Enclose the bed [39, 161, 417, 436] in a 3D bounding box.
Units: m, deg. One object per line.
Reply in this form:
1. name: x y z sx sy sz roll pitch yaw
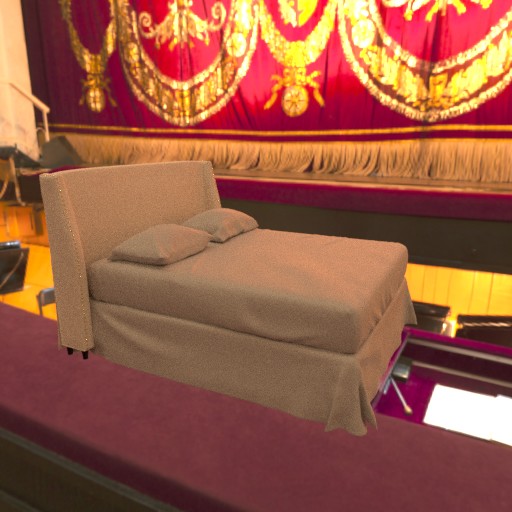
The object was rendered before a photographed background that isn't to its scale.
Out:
1. bed: 0.000 0.000 3.402 2.276 1.332 1.925 7 17 26
